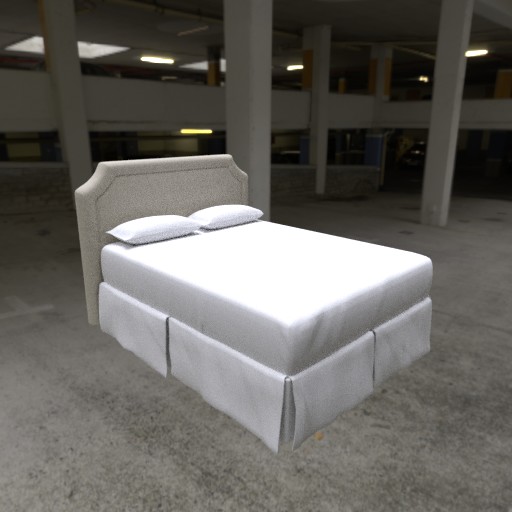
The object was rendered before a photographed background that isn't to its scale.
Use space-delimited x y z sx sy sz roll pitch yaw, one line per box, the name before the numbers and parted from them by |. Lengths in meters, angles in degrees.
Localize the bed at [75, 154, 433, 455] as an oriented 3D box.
bed | 0.000 0.000 3.212 1.693 1.290 2.116 -16 23 -42
